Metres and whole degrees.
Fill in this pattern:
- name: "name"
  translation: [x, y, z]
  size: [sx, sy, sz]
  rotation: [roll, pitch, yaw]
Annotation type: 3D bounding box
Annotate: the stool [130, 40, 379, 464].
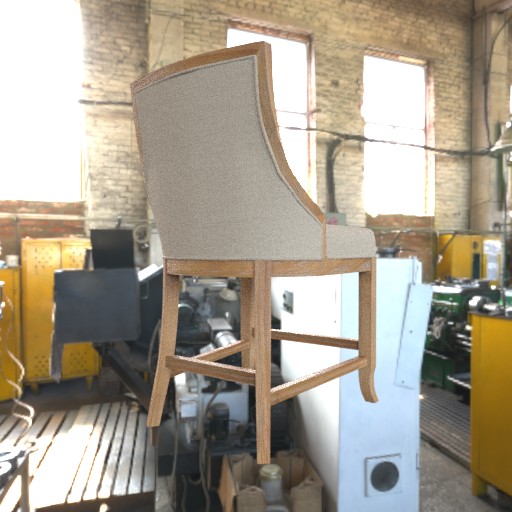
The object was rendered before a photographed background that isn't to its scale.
- name: "stool"
  translation: [0.000, 0.000, 1.307]
  size: [0.524, 0.938, 0.626]
  rotation: [0, 1, 35]
